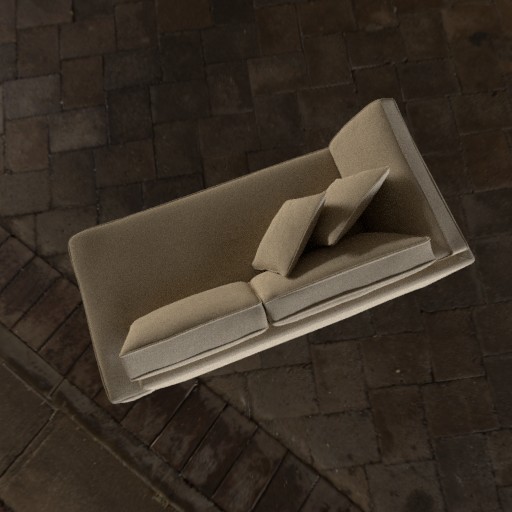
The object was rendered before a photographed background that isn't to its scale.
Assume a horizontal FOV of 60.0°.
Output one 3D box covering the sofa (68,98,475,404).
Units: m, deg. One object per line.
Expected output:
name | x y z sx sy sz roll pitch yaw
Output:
sofa | 0.000 0.000 2.798 2.237 1.033 1.110 -20 76 -5
